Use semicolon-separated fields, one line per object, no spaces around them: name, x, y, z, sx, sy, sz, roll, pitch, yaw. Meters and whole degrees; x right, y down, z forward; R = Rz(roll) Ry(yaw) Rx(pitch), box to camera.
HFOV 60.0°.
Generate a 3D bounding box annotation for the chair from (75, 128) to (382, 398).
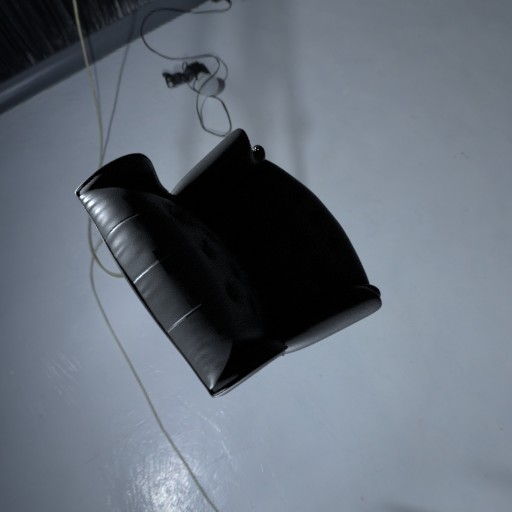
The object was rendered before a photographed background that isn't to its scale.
chair;0.000;0.000;1.655;0.762;1.111;0.838;-35;78;-9
